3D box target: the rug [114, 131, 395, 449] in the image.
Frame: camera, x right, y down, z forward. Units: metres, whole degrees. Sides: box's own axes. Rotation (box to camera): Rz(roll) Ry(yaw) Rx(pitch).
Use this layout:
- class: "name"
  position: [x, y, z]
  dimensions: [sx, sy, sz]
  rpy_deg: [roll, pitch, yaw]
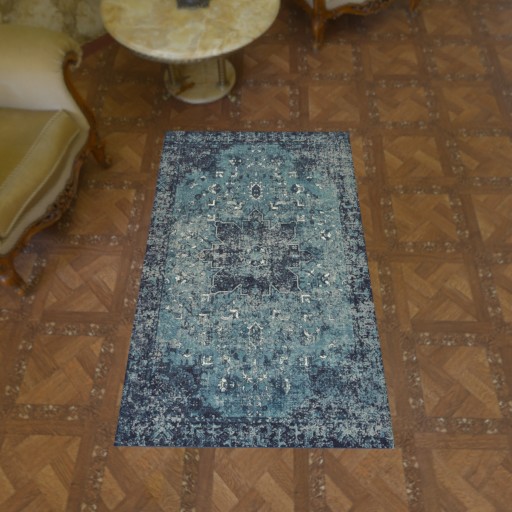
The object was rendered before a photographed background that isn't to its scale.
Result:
- class: "rug"
  position: [0.000, 0.000, 3.036]
  dimensions: [1.525, 0.007, 2.440]
  rpy_deg: [0, 58, 0]
